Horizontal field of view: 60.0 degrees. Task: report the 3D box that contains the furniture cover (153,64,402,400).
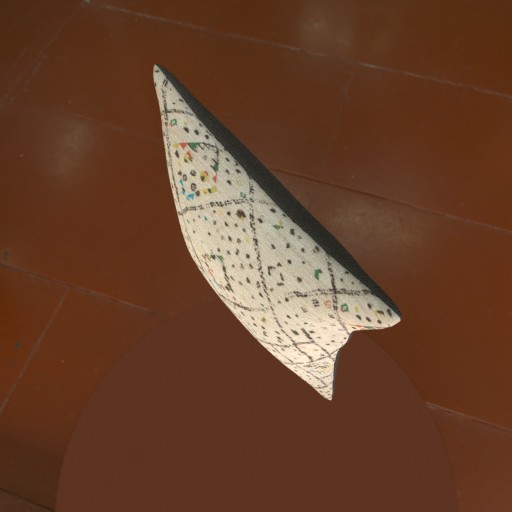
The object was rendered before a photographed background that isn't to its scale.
[{"bbox_3d":[0.000,0.000,0.799,0.180,0.498,0.525,-34,68,-16],"label":"furniture cover"}]
